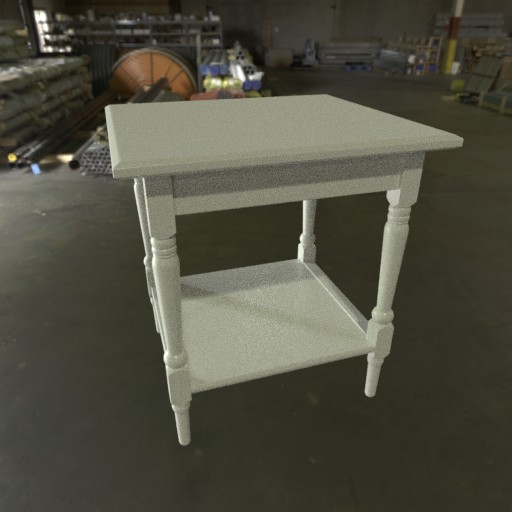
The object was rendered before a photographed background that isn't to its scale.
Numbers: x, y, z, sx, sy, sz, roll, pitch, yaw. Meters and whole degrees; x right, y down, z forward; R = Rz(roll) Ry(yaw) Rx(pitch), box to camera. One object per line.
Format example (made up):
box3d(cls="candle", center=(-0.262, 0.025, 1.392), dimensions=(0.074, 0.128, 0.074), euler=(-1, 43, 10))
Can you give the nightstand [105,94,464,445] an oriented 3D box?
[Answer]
box3d(cls="nightstand", center=(0.000, 0.000, 0.913), dimensions=(0.505, 0.555, 0.459), euler=(-9, 29, -16))
